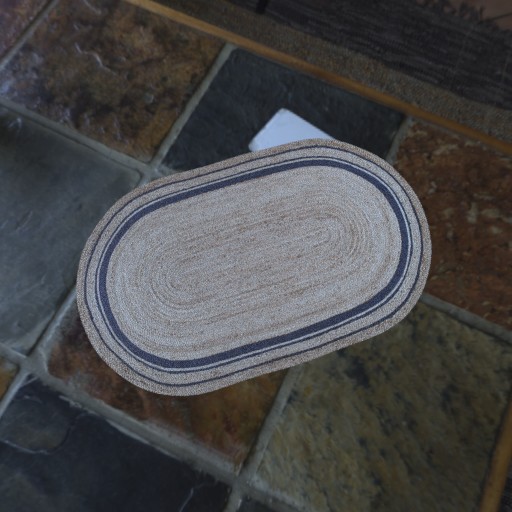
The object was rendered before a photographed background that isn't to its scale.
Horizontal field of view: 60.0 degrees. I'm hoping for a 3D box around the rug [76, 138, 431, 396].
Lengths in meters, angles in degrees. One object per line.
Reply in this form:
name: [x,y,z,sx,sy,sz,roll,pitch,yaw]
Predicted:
rug: [0.000,0.000,2.999,2.432,0.006,1.520,-17,74,-5]
